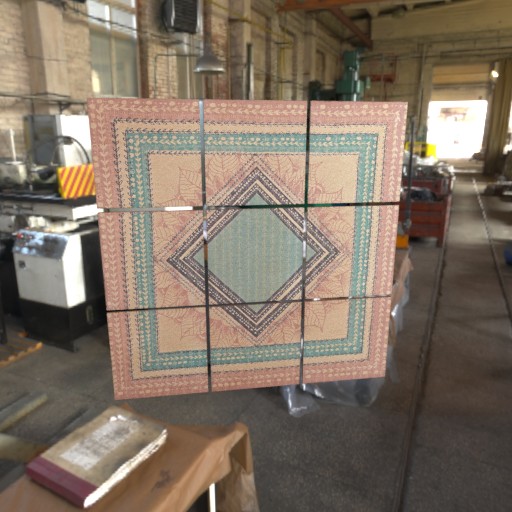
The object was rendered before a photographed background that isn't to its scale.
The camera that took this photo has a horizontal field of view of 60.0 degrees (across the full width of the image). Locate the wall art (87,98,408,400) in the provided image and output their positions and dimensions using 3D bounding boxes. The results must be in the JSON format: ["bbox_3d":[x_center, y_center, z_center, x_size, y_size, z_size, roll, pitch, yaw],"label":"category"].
[{"bbox_3d":[0.000,0.000,2.291,1.527,1.525,0.014,-2,15,-9],"label":"wall art"}]
